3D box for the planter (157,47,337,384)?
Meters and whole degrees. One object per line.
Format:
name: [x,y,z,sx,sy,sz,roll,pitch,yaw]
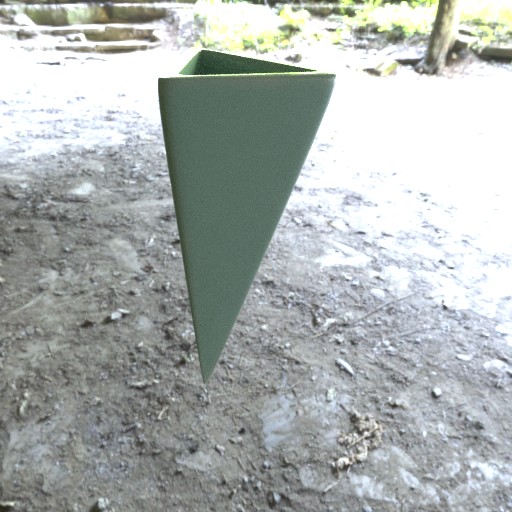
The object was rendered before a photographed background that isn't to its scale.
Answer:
planter: [0.000,0.000,0.217,0.064,0.178,0.080,0,32,1]
